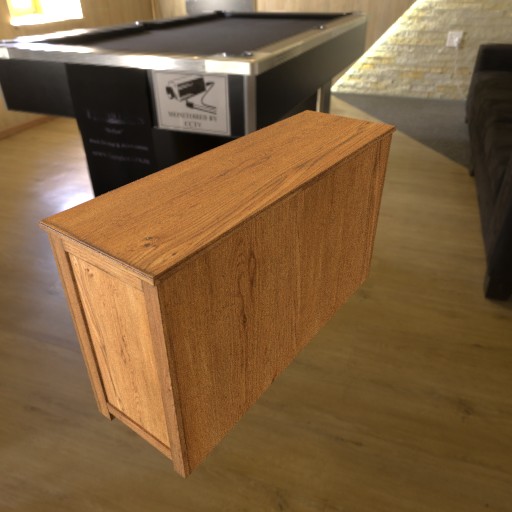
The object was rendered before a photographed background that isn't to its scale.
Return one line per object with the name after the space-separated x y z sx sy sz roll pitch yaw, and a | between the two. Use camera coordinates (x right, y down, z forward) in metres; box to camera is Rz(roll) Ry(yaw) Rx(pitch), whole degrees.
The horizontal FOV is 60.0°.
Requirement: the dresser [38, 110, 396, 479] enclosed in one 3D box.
0.000 0.000 2.089 0.563 0.932 1.657 22 39 30 | dresser
